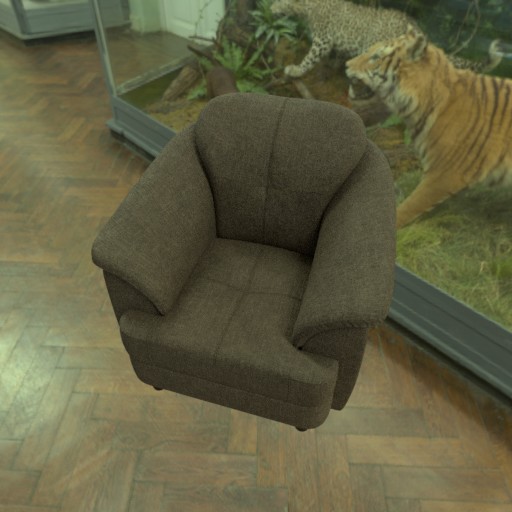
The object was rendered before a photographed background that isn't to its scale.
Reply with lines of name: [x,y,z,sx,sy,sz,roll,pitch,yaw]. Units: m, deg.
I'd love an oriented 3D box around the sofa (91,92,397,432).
sofa: [0.000,0.000,1.493,0.870,0.811,0.794,11,43,13]
